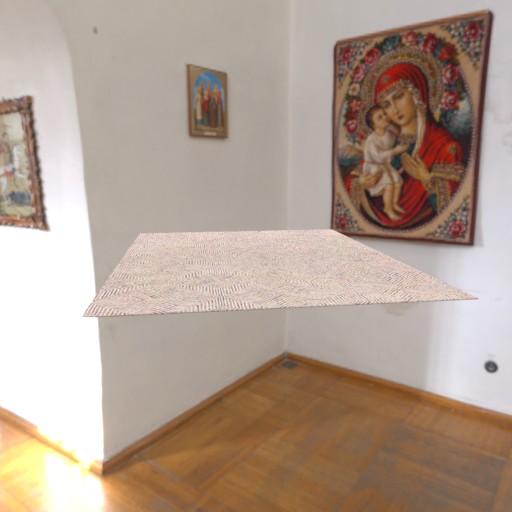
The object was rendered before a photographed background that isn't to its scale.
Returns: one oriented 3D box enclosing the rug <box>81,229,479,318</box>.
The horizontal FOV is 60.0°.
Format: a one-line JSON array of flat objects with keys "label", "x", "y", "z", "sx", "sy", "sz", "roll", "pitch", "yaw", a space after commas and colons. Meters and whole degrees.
[{"label": "rug", "x": 0.000, "y": 0.000, "z": 4.139, "sx": 2.442, "sy": 0.008, "sz": 3.046, "roll": -2, "pitch": 12, "yaw": -8}]
